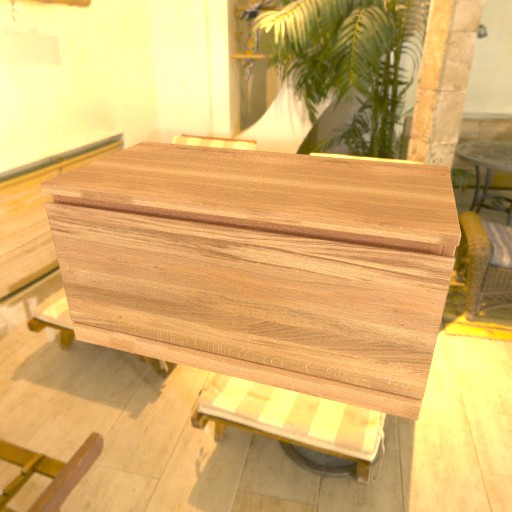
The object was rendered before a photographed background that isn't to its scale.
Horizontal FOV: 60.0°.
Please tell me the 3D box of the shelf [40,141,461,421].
[{"bbox_3d":[0.000,0.000,1.053,0.800,0.400,0.400,9,28,16],"label":"shelf"}]
